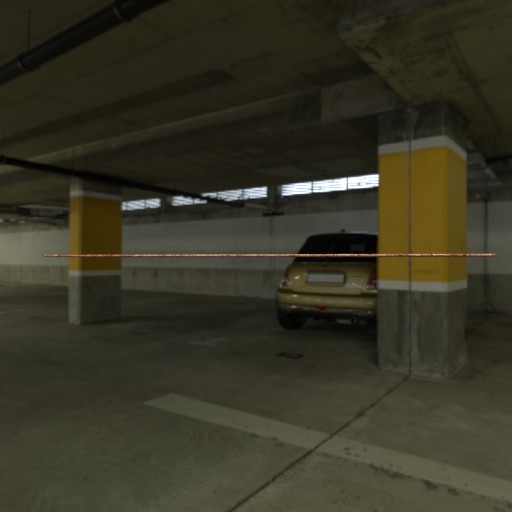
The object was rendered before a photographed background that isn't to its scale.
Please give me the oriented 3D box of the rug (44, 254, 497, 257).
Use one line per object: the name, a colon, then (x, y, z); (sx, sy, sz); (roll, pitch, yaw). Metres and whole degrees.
rug: (0.000, 0.000, 2.653); (2.435, 0.011, 0.750); (0, 0, 17)
